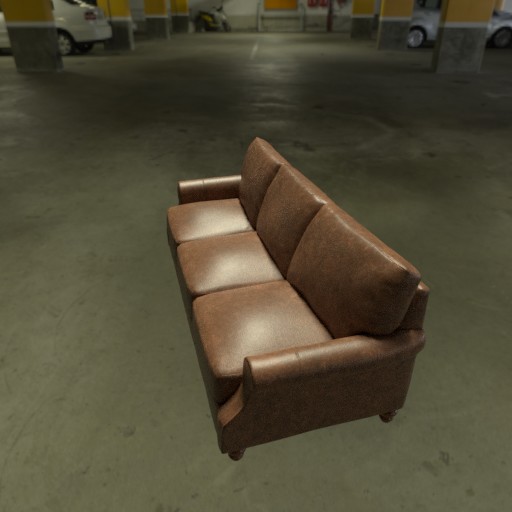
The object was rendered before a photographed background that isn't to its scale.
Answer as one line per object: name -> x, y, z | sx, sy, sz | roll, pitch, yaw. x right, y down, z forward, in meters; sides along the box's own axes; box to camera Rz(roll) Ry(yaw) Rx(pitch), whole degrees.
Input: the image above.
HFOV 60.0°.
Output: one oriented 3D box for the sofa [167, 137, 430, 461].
sofa -> 0.000, 0.000, 2.841 | 0.973, 0.977, 2.351 | -8, 30, -14
